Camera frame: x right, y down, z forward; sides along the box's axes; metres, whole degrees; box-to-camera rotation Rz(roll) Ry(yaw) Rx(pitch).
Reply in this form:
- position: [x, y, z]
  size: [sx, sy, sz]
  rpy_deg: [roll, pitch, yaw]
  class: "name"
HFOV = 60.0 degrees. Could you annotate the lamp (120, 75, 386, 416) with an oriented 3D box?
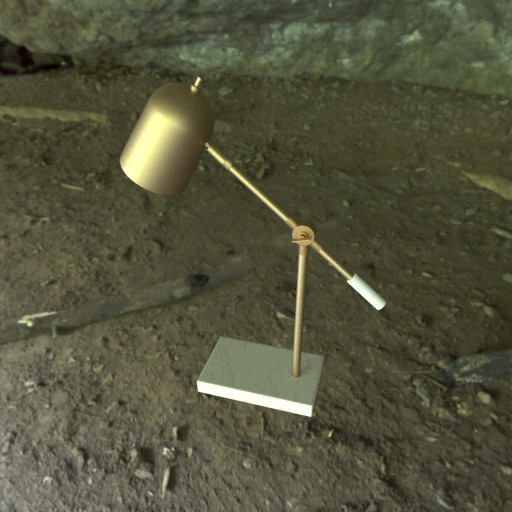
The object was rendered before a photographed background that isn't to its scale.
- position: [0.000, 0.000, 0.801]
  size: [0.471, 0.603, 0.144]
  rpy_deg: [8, 31, 14]
  class: "lamp"
